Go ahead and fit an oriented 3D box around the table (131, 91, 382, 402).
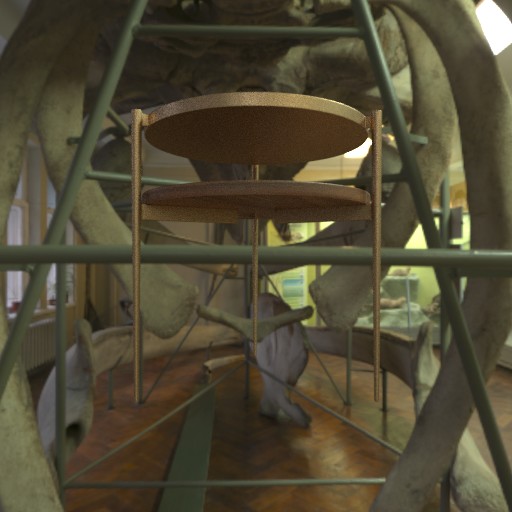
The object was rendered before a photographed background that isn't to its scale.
[{"bbox_3d":[0.000,0.000,0.874,0.430,0.493,0.456,0,0,0],"label":"table"}]
